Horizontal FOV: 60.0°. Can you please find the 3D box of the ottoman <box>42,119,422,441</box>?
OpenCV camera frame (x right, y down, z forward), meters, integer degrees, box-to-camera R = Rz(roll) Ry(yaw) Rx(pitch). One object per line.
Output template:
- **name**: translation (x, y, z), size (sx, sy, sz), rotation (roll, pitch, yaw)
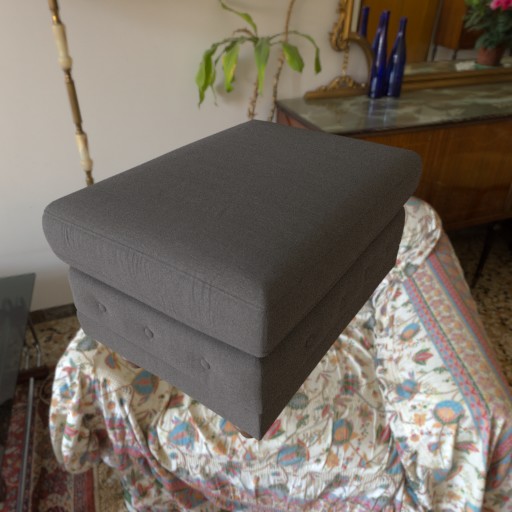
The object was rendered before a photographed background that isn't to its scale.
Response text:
- **ottoman**: translation (0.000, 0.000, 1.129), size (0.569, 0.500, 0.771), rotation (20, 38, 29)
